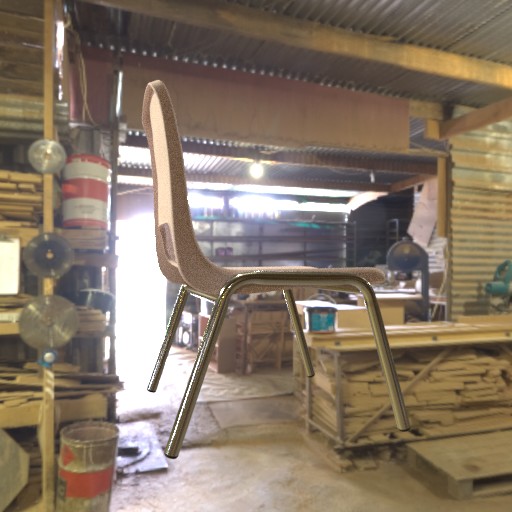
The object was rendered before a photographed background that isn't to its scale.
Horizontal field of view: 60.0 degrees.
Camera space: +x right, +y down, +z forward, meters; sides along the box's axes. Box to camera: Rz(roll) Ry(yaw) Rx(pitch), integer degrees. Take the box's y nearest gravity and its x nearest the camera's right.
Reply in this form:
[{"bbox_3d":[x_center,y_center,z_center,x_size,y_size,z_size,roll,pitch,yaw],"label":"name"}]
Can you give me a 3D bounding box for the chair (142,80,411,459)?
[{"bbox_3d":[0.000,0.000,0.783,0.385,0.537,0.354,0,-1,-18],"label":"chair"}]
